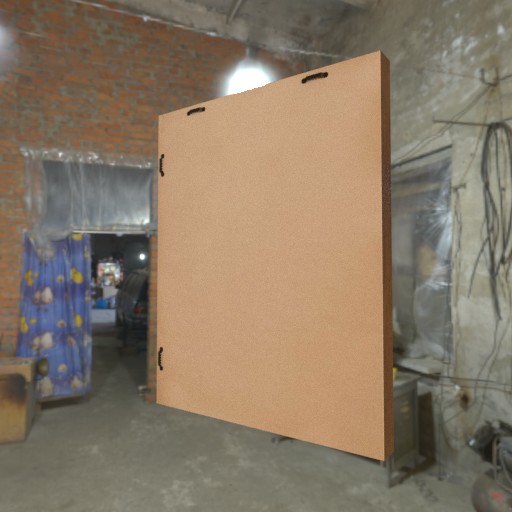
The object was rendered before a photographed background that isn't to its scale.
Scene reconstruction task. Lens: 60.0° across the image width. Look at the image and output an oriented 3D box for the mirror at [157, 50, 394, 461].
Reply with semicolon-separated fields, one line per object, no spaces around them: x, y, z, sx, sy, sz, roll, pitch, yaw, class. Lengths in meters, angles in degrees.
0.000;0.000;0.678;0.406;0.509;0.041;-1;-2;35;mirror
